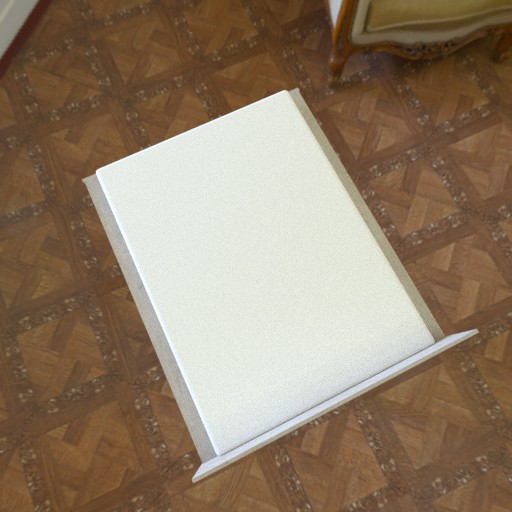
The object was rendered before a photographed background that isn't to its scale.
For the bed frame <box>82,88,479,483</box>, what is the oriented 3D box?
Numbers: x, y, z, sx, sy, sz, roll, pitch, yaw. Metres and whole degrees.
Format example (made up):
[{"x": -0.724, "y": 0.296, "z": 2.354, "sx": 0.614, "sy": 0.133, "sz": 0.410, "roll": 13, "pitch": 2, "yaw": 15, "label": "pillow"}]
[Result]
[{"x": 0.000, "y": 0.000, "z": 2.830, "sx": 1.622, "sy": 0.800, "sz": 1.960, "roll": -25, "pitch": 76, "yaw": -7, "label": "bed frame"}]
